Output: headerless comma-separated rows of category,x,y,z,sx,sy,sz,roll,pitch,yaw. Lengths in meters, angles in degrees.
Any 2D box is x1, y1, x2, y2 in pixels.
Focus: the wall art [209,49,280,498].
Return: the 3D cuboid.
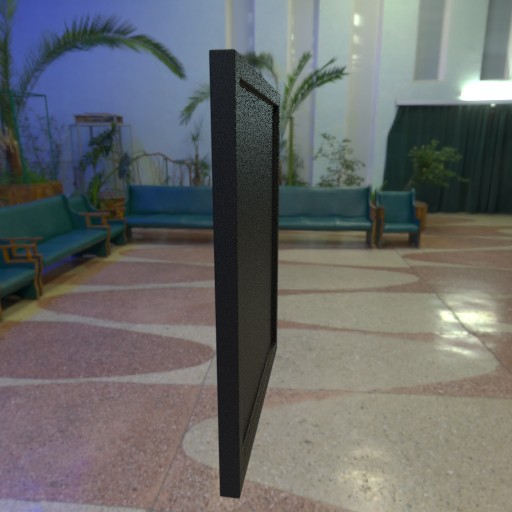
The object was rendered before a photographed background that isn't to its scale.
wall art,0.000,0.000,0.747,0.028,0.559,0.457,2,15,9
